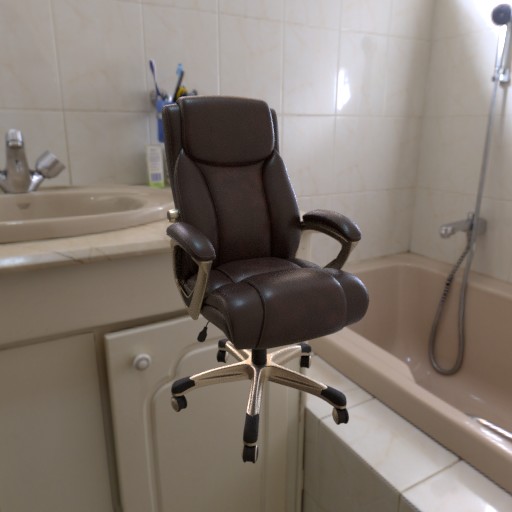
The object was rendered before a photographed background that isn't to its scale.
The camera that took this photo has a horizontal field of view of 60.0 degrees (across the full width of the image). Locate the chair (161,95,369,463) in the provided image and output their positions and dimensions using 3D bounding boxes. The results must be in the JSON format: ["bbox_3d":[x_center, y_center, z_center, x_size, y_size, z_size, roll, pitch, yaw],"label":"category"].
[{"bbox_3d":[0.000,0.000,1.683,0.692,1.194,0.749,-8,17,-25],"label":"chair"}]
